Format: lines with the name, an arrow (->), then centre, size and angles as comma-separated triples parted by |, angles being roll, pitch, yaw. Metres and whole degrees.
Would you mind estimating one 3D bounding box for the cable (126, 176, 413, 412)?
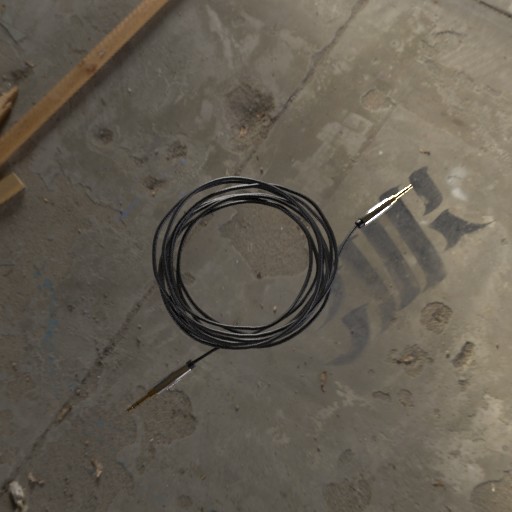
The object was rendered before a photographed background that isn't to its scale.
cable -> 0.000, 0.000, 0.507 | 0.432, 0.069, 0.198 | -35, 78, -9
